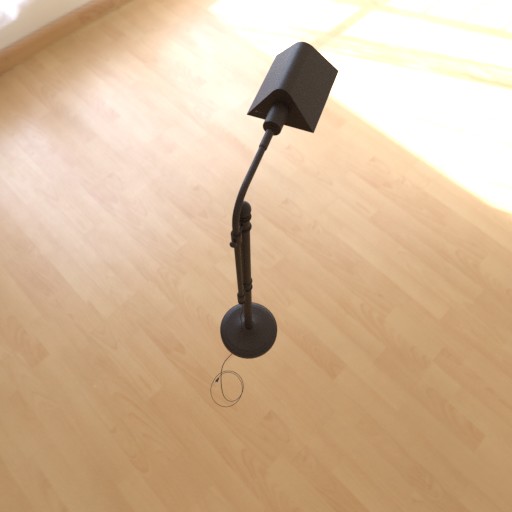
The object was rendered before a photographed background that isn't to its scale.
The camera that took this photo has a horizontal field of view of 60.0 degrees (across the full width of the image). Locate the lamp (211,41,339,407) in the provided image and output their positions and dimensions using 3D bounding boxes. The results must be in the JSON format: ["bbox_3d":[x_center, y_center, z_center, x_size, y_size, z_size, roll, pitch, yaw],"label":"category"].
[{"bbox_3d":[0.000,0.000,0.948,0.159,0.708,0.545,18,65,9],"label":"lamp"}]
